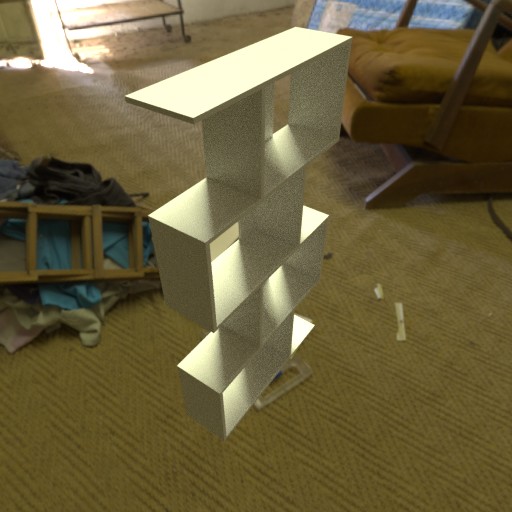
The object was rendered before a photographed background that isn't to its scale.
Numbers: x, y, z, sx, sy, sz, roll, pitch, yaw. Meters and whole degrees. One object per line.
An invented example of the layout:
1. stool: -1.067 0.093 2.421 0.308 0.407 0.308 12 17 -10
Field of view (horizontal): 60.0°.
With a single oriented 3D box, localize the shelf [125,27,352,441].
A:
1. shelf: 0.000 0.000 1.967 0.250 1.650 0.890 25 46 26
